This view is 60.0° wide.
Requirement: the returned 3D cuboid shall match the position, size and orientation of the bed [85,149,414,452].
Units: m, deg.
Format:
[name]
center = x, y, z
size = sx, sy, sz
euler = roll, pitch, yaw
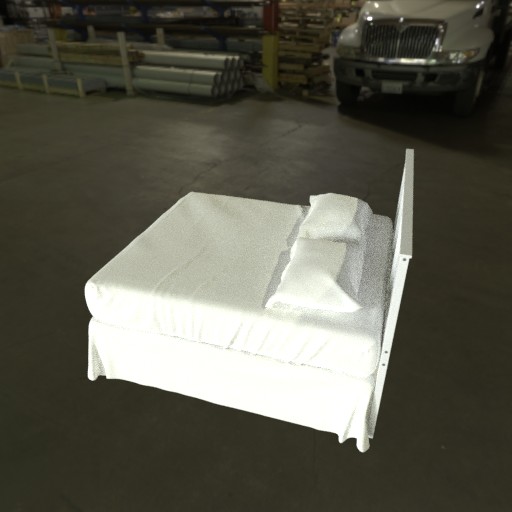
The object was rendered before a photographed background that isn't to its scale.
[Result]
[bed]
center = 0.000, 0.000, 3.210
size = 2.047, 1.269, 1.876
euler = 9, 32, 15
